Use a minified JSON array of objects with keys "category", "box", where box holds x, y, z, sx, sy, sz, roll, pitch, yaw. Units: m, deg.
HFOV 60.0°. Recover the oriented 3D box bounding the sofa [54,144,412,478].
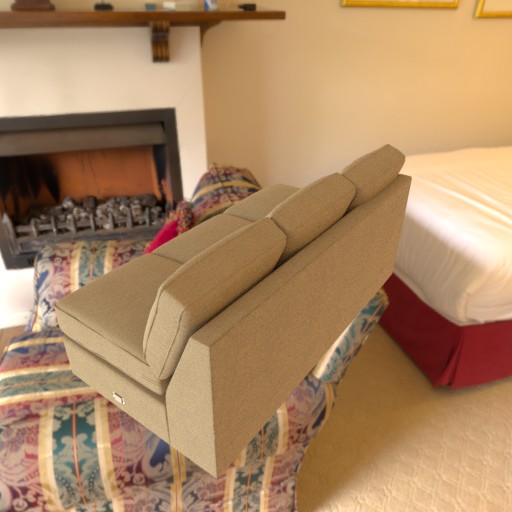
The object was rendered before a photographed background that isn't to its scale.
[{"category":"sofa","box":[0.000,0.000,2.708,1.127,1.036,2.092,21,36,30]}]
